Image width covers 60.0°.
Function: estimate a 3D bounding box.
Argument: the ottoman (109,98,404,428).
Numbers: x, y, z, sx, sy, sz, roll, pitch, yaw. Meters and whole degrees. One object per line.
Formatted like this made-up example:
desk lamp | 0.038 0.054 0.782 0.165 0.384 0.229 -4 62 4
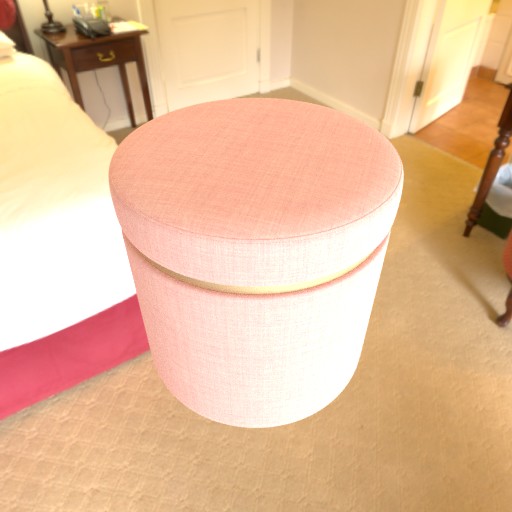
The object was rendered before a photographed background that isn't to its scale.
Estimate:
ottoman | 0.000 0.000 0.730 0.400 0.406 0.400 0 40 0
